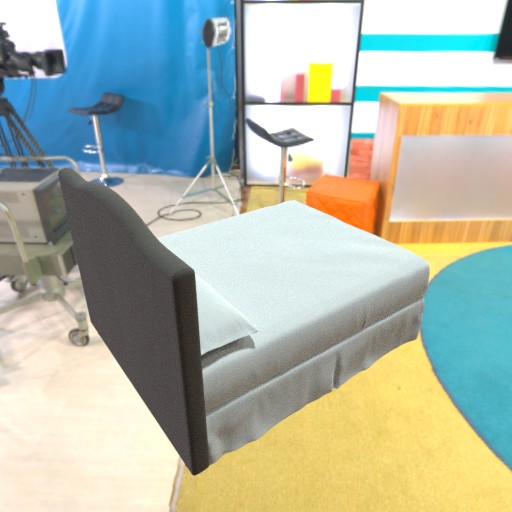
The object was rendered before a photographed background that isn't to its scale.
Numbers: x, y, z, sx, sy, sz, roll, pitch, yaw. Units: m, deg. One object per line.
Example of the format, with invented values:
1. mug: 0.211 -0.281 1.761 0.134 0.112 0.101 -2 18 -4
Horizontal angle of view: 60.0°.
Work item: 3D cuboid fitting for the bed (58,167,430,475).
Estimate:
1. bed: 0.000 0.000 3.122 2.036 1.387 1.666 -19 34 -31
